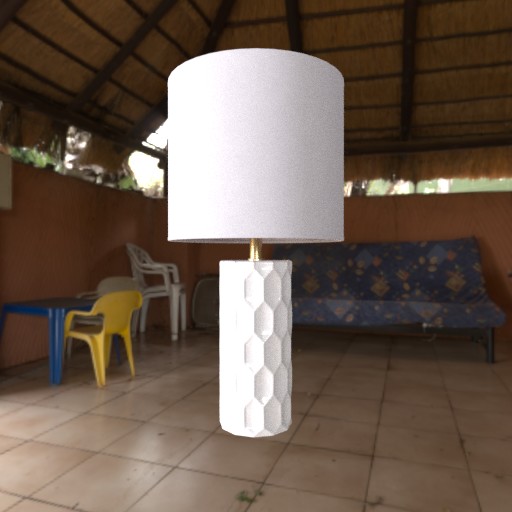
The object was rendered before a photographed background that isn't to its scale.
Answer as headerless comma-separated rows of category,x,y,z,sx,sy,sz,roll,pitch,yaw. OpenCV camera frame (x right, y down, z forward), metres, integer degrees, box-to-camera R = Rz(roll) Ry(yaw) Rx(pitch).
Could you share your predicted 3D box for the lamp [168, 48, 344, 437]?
lamp,0.000,0.000,0.710,0.277,0.537,0.277,0,0,18
